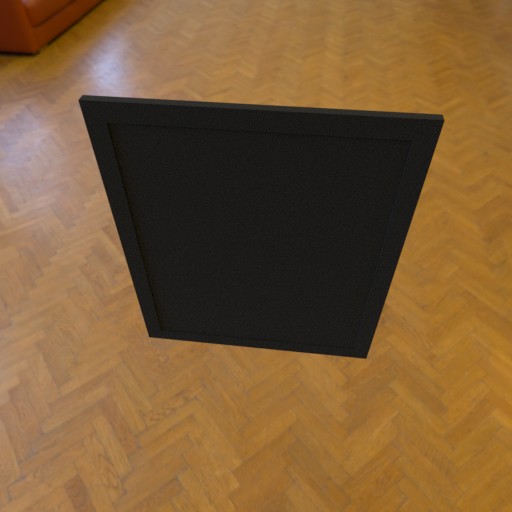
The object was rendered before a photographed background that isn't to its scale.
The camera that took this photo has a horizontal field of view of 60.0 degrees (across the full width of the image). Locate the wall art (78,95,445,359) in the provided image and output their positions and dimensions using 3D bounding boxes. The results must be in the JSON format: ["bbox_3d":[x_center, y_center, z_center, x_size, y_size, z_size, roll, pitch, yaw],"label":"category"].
[{"bbox_3d":[0.000,0.000,0.506,0.311,0.361,0.010,5,45,5],"label":"wall art"}]
